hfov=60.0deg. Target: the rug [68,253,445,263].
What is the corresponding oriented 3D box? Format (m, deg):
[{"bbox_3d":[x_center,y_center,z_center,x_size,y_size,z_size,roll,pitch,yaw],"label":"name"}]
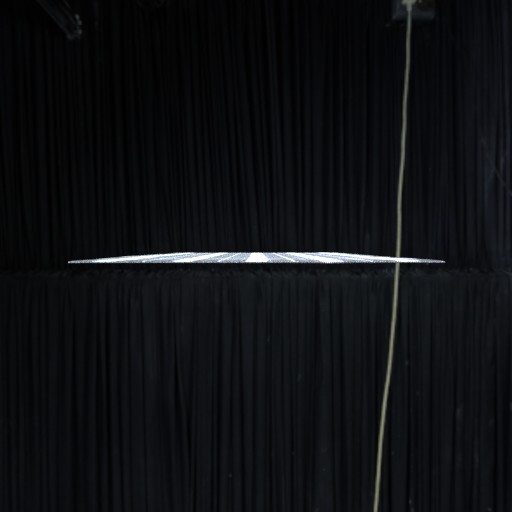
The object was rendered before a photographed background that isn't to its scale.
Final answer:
[{"bbox_3d":[0.000,0.000,2.985,1.520,0.015,2.434,0,1,0],"label":"rug"}]
